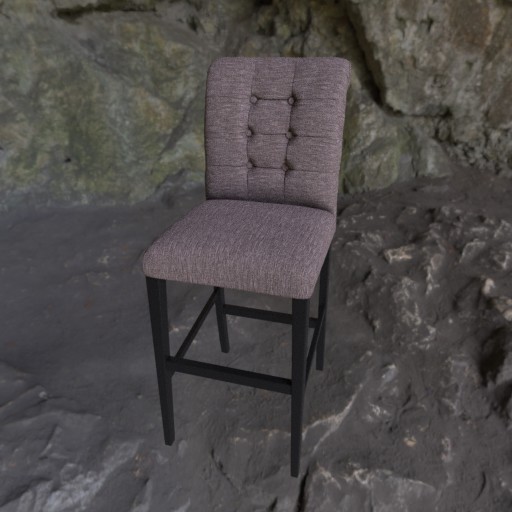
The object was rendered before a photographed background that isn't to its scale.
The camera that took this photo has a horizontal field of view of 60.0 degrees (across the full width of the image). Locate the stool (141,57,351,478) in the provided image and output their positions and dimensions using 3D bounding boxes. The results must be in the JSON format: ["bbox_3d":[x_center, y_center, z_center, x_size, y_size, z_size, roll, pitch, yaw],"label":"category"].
[{"bbox_3d":[0.000,0.000,1.384,0.452,1.131,0.613,7,25,15],"label":"stool"}]
